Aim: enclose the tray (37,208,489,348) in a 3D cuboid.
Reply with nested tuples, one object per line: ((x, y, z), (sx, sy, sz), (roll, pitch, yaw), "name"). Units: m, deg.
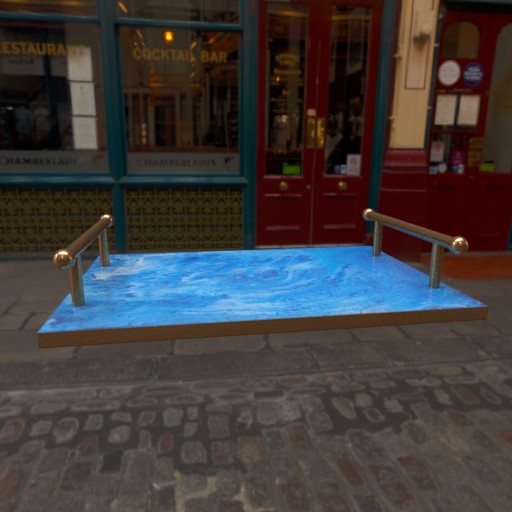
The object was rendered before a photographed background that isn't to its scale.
((0.000, 0.000, 0.567), (0.444, 0.084, 0.304), (-2, 14, -9), "tray")
